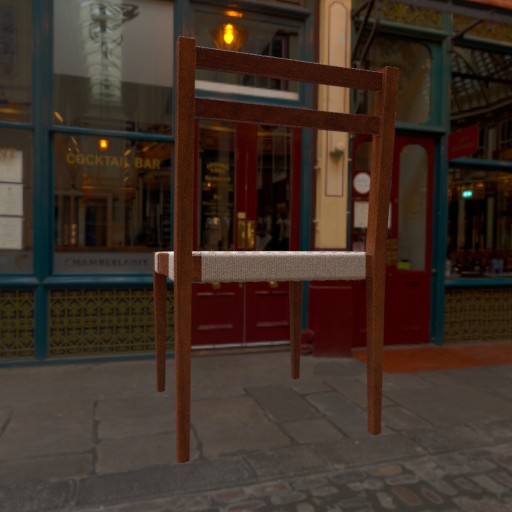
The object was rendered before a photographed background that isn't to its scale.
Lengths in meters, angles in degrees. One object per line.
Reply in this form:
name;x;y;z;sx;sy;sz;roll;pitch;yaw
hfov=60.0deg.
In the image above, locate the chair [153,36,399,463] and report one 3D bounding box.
chair;0.000;0.000;1.190;0.495;0.851;0.569;0;1;-18
